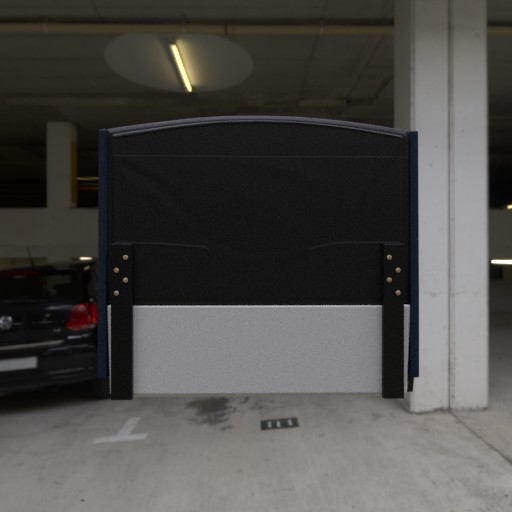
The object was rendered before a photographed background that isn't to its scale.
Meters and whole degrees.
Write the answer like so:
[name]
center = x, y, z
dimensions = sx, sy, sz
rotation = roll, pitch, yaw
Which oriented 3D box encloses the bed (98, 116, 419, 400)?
[bed]
center = 0.000, 0.000, 3.269
dimensions = 1.604, 1.402, 2.223
rotation = 0, 0, -1
